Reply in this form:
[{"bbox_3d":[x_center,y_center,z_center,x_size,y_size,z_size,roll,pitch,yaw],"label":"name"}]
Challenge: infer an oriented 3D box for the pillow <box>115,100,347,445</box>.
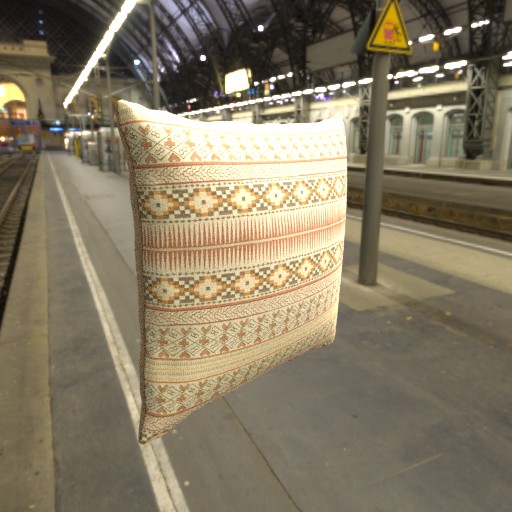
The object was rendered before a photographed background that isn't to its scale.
[{"bbox_3d":[0.000,0.000,0.807,0.215,0.519,0.521,14,20,42],"label":"pillow"}]
